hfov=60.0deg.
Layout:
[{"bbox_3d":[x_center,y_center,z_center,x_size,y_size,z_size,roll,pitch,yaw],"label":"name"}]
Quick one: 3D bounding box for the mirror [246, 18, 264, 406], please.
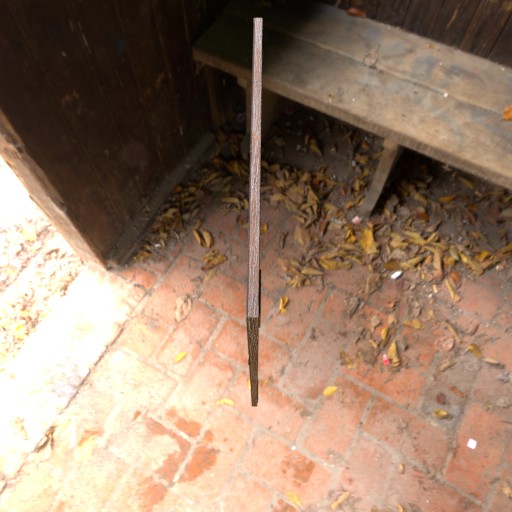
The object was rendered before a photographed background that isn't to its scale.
[{"bbox_3d":[0.000,0.000,1.288,0.025,0.996,0.705,1,64,0],"label":"mirror"}]
